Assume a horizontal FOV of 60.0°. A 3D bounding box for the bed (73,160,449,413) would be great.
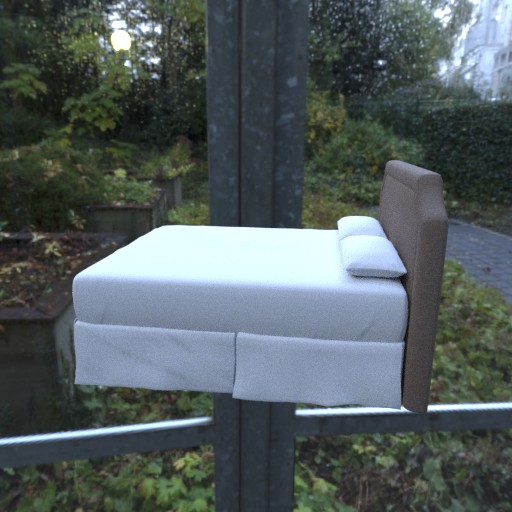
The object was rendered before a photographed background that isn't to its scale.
[{"bbox_3d":[0.000,0.000,3.161,2.116,1.290,1.693,2,15,8],"label":"bed"}]
